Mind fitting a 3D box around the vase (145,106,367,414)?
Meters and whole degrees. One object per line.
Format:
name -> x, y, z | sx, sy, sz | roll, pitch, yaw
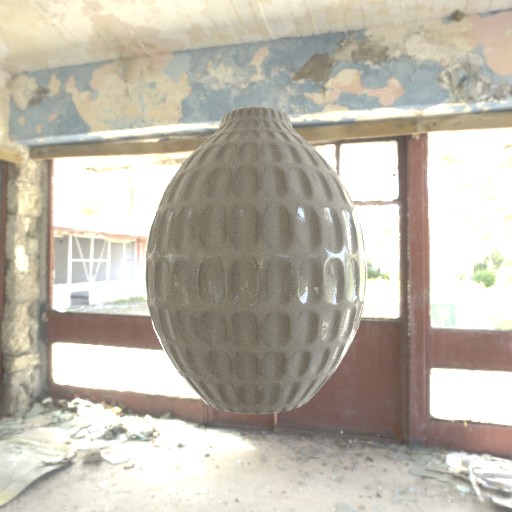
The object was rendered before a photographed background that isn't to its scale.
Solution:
vase -> 0.000, 0.000, 0.264 | 0.128, 0.167, 0.128 | 0, -1, 0
